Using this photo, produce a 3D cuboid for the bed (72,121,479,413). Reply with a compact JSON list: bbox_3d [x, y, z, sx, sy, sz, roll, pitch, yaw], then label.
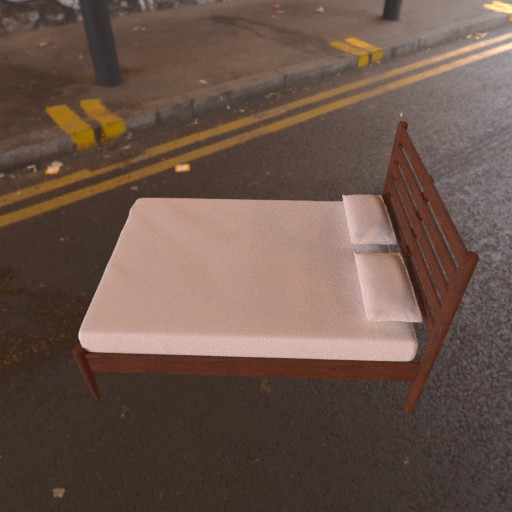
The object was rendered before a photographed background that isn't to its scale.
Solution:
[{"bbox_3d":[0.000,0.000,3.019,2.093,1.304,1.509,1,40,2],"label":"bed"}]
